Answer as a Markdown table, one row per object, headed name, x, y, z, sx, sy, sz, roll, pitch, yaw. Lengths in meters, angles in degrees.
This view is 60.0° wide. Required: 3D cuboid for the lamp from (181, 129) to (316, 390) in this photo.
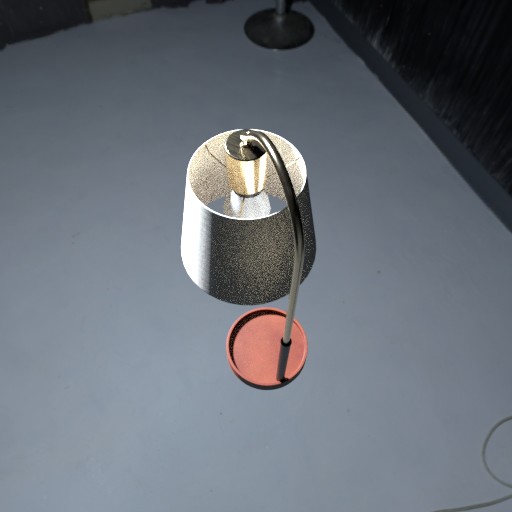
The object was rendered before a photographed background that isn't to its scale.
| name | x | y | z | sx | sy | sz | roll | pitch | yaw |
| --- | --- | --- | --- | --- | --- | --- | --- | --- | --- |
| lamp | 0.000 | 0.000 | 0.668 | 0.211 | 0.536 | 0.273 | -18 | 61 | -11 |
